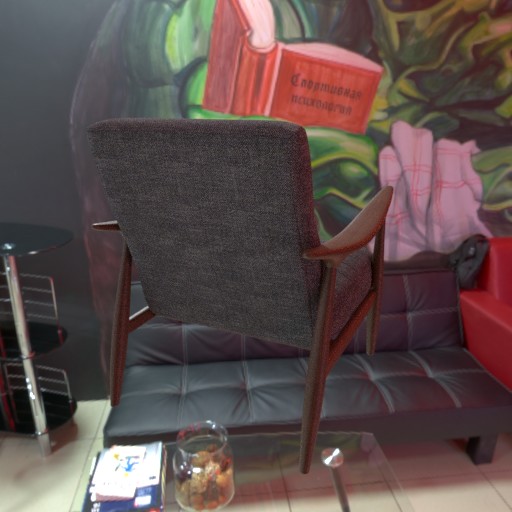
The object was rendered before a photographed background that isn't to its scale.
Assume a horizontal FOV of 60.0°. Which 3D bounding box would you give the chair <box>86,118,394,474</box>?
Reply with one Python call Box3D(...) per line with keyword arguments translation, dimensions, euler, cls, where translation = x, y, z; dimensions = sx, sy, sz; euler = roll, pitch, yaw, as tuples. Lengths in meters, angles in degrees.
Box3D(translation=(0.000, 0.000, 1.406), dimensions=(0.741, 0.832, 0.798), euler=(8, 19, 25), cls="chair")
